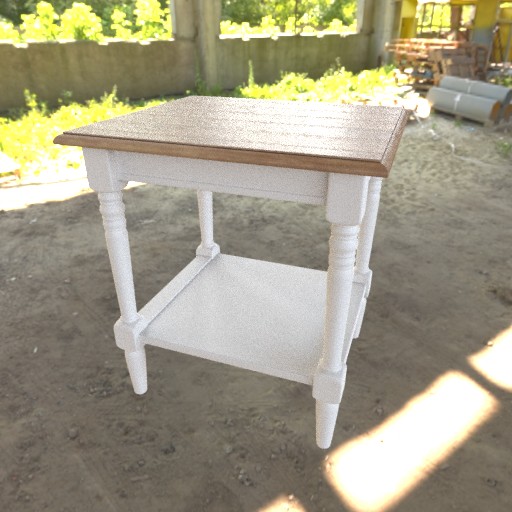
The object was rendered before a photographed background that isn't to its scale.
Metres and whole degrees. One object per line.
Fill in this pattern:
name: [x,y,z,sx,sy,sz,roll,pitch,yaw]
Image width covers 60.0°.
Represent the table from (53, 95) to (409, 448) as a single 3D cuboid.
table: [0.000,0.000,0.926,0.508,0.561,0.457,10,29,18]
